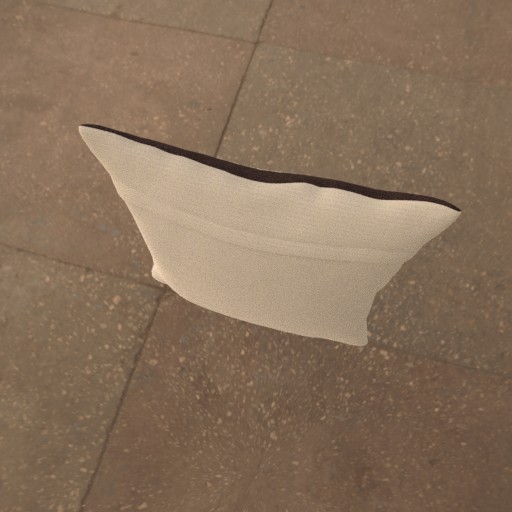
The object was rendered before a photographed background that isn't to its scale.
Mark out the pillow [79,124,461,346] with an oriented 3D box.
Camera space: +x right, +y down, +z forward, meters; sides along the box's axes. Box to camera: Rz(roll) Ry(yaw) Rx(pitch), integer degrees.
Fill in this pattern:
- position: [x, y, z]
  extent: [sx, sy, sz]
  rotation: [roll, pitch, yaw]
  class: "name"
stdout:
- position: [0.000, 0.000, 0.726]
  extent: [0.475, 0.473, 0.178]
  rotation: [15, 64, 8]
  class: "pillow"
